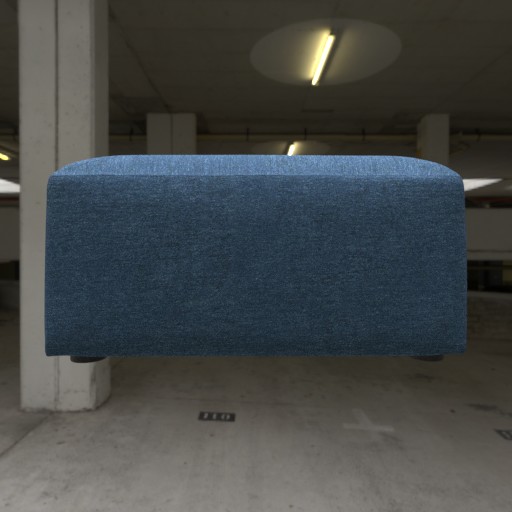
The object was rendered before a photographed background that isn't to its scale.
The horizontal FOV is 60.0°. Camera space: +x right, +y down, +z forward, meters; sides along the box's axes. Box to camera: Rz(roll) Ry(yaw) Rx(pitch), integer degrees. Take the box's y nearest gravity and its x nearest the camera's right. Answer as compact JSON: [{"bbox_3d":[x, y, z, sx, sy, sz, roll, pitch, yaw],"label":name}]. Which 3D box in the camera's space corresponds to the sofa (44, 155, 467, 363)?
[{"bbox_3d":[0.000,0.000,1.192,0.930,0.470,0.480,0,0,-1],"label":"sofa"}]
